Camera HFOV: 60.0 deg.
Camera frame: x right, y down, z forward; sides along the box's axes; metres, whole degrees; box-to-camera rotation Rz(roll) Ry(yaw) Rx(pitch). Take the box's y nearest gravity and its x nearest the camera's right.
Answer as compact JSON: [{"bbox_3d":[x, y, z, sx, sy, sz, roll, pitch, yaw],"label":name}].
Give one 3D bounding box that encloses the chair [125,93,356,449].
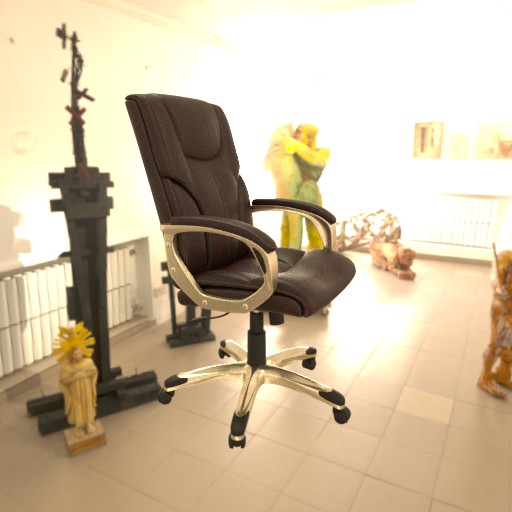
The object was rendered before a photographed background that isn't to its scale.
[{"bbox_3d":[0.000,0.000,1.576,0.739,1.107,0.662,8,16,28],"label":"chair"}]
